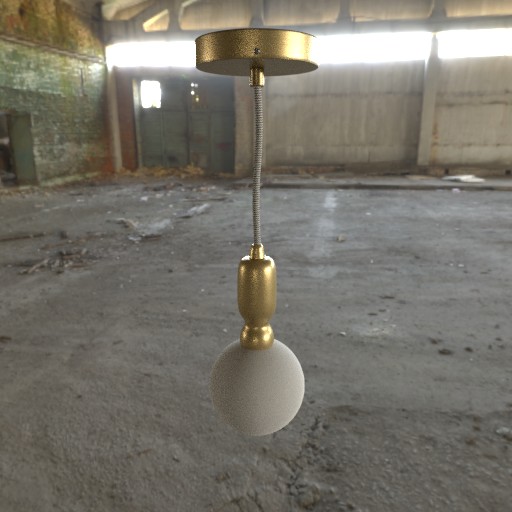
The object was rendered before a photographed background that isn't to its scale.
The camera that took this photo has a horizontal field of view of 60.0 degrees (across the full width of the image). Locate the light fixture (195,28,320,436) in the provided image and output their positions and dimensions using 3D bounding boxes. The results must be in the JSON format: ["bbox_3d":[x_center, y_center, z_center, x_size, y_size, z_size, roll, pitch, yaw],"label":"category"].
[{"bbox_3d":[0.000,0.000,0.578,0.146,0.510,0.147,3,15,10],"label":"light fixture"}]
